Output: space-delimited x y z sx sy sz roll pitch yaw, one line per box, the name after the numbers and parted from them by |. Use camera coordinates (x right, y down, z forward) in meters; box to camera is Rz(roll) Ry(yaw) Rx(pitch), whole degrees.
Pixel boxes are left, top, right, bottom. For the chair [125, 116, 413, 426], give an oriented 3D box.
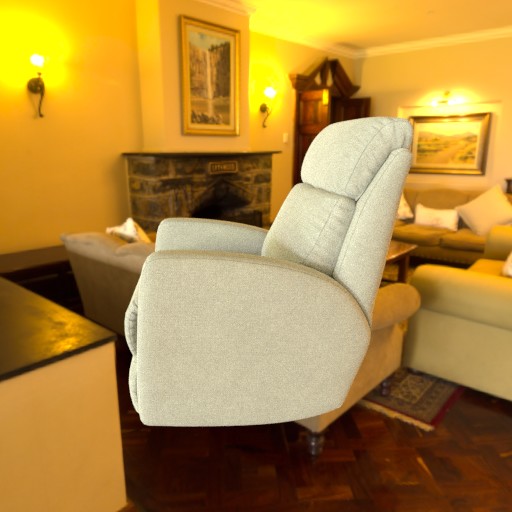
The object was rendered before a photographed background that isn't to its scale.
0.000 0.000 1.715 0.941 1.015 0.812 -2 14 -8 | chair
